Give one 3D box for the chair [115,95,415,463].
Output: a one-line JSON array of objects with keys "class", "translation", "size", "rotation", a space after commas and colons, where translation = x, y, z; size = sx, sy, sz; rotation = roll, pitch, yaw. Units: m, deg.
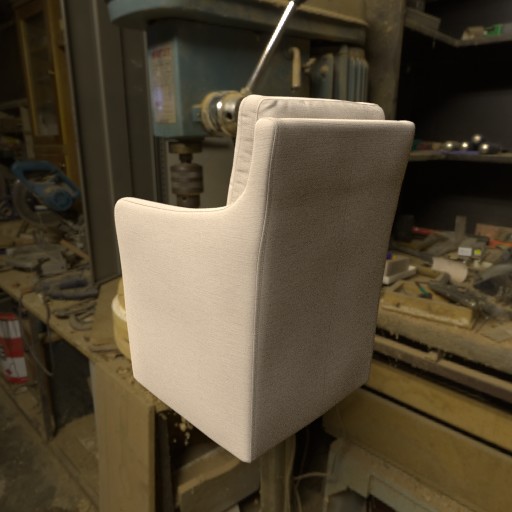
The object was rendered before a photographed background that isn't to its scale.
[{"class": "chair", "translation": [0.000, 0.000, 1.388], "size": [0.626, 0.914, 0.694], "rotation": [-15, 22, -42]}]
